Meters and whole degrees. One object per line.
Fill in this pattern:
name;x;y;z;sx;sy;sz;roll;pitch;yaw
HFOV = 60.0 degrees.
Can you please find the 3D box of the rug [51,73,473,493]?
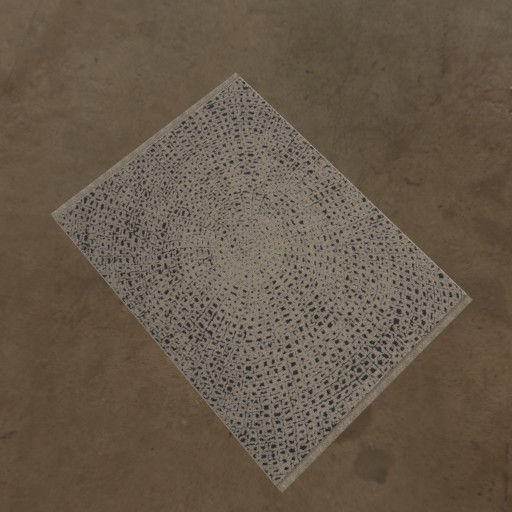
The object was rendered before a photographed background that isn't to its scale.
rug;0.000;0.000;2.076;1.190;0.003;1.634;-41;78;-10
